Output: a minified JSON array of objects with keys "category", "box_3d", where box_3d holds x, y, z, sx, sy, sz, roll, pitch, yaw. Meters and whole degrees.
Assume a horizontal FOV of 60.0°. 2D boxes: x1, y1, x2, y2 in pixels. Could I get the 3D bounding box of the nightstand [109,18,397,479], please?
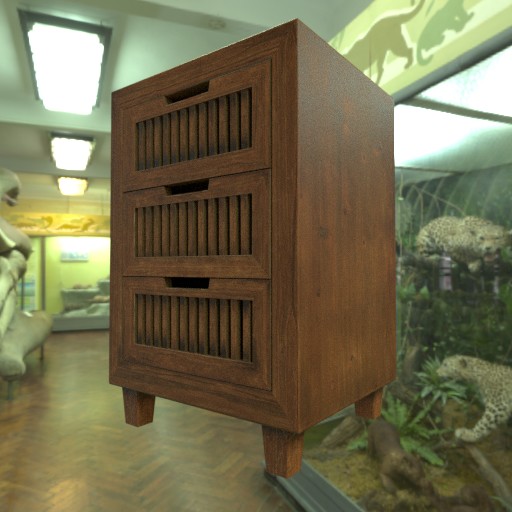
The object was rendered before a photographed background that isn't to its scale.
[{"category":"nightstand","box_3d":[0.000,0.000,0.952,0.465,0.695,0.410,-1,-2,37]}]
